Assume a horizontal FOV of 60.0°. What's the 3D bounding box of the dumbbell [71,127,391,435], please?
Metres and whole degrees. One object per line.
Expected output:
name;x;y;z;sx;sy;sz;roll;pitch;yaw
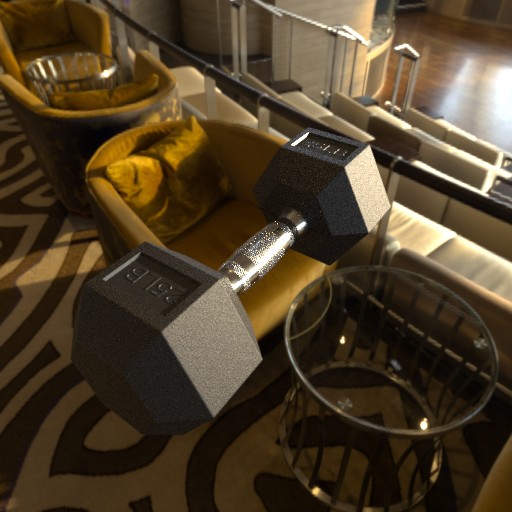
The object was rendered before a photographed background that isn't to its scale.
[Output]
dumbbell;0.000;0.000;0.374;0.129;0.113;0.315;25;46;26
